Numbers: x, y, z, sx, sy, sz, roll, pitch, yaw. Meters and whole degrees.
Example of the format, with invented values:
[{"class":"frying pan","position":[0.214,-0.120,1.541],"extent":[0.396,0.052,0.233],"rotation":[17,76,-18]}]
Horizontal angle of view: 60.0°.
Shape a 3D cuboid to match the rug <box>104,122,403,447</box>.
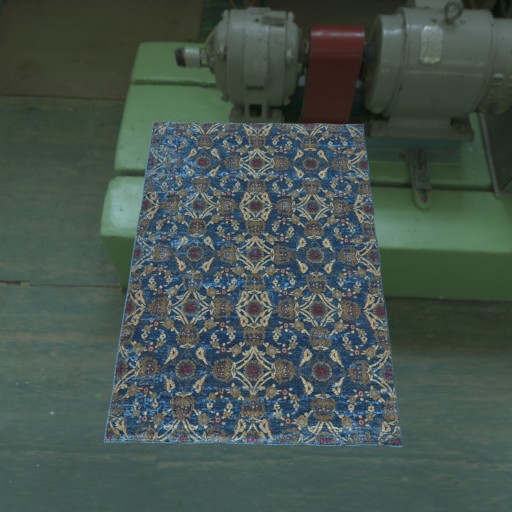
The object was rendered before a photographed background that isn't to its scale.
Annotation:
[{"class":"rug","position":[0.000,0.000,4.190],"extent":[2.337,0.013,3.291],"rotation":[1,64,0]}]
